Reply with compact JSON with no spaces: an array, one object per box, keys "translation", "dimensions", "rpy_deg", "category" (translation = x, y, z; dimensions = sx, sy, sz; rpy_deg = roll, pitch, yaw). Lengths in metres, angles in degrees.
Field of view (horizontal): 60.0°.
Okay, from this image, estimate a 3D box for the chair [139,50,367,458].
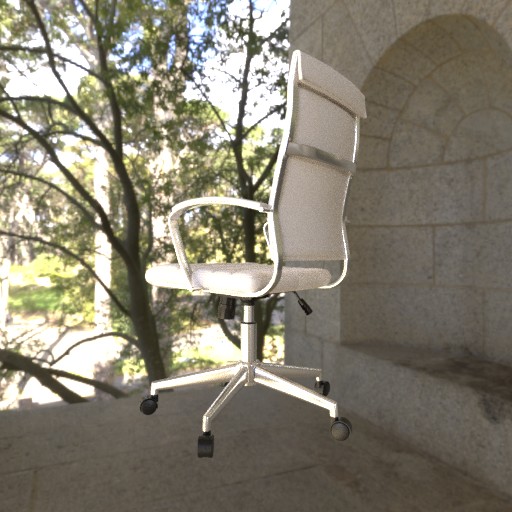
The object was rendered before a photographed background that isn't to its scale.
[{"translation":[0.000,0.000,1.592],"dimensions":[0.739,1.149,0.766],"rpy_deg":[0,0,37],"category":"chair"}]
